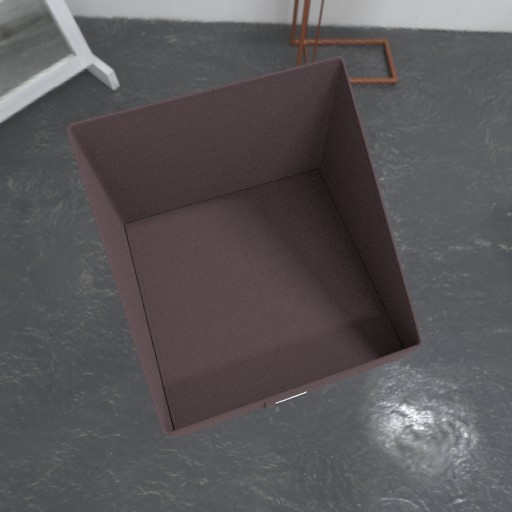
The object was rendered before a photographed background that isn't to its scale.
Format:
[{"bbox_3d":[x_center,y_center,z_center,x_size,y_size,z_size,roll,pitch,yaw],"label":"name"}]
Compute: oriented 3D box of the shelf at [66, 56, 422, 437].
[{"bbox_3d":[0.000,0.000,0.485,0.292,0.210,0.292,-17,67,-8],"label":"shelf"}]
